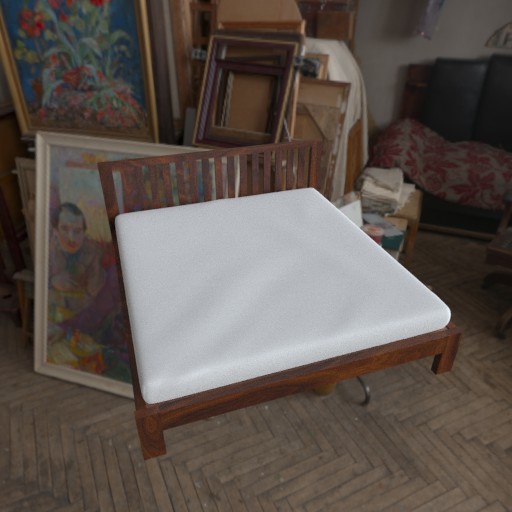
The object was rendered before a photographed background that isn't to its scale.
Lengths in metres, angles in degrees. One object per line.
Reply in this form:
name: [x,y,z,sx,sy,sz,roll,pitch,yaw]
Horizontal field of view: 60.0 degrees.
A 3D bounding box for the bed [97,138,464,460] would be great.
bed: [0.000,0.000,3.113,1.905,0.890,2.030,-10,33,-16]
